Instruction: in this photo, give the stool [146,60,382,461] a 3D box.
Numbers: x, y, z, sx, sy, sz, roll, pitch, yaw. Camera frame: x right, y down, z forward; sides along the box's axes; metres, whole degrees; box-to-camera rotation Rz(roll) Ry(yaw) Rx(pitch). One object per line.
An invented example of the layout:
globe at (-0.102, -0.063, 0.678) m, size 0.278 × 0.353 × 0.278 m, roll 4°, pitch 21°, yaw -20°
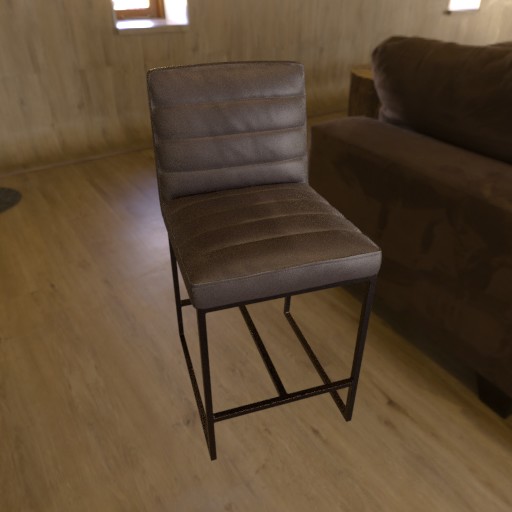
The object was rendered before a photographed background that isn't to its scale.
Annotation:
stool at (0.000, 0.000, 1.256) m, size 0.463 × 0.946 × 0.562 m, roll -10°, pitch 34°, yaw -15°
